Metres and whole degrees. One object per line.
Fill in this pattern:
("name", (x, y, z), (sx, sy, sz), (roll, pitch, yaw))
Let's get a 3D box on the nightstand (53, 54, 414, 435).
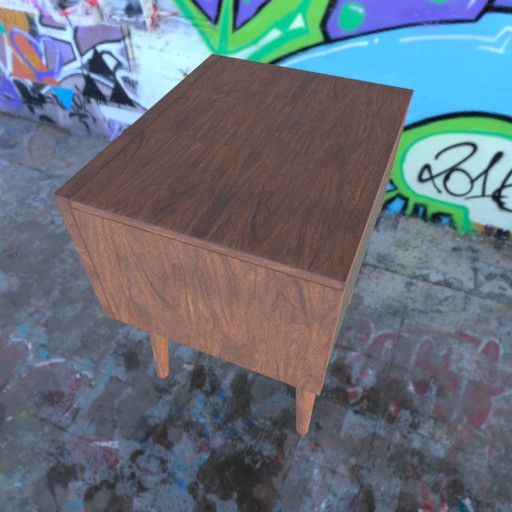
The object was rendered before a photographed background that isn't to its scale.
("nightstand", (0.000, 0.000, 0.970), (0.445, 0.607, 0.521), (17, 49, 15))
